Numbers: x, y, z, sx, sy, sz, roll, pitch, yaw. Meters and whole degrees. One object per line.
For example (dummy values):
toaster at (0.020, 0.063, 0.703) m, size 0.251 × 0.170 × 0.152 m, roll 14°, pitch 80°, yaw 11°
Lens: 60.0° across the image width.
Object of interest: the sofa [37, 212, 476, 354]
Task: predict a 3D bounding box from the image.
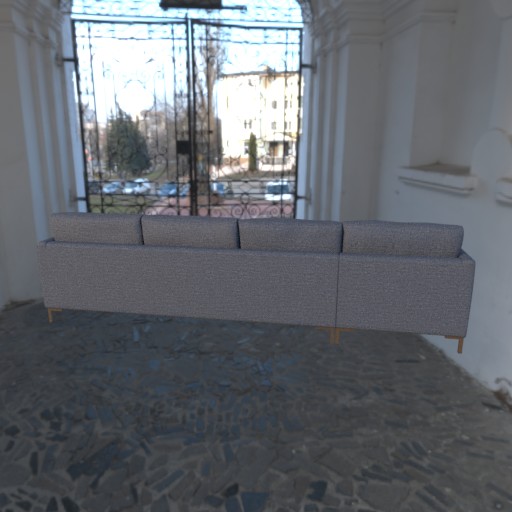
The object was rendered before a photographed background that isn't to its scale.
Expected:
sofa at (0.000, 0.000, 2.945) m, size 2.445 × 0.673 × 1.125 m, roll 3°, pitch 15°, yaw 10°
